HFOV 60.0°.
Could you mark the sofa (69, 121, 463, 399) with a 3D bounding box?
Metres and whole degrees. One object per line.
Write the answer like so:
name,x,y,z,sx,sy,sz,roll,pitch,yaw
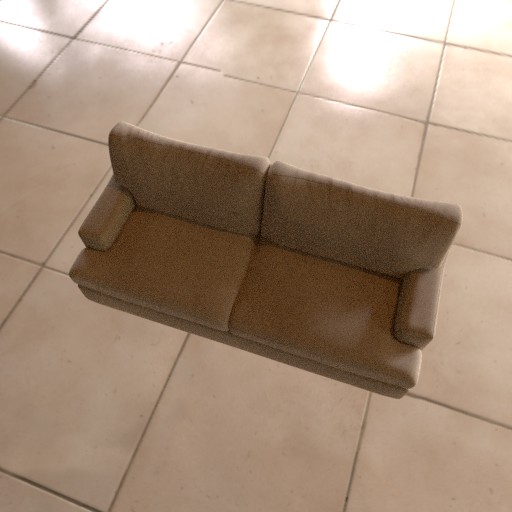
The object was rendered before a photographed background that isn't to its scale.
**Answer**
sofa,0.000,0.000,2.660,2.147,0.925,0.929,16,61,9
